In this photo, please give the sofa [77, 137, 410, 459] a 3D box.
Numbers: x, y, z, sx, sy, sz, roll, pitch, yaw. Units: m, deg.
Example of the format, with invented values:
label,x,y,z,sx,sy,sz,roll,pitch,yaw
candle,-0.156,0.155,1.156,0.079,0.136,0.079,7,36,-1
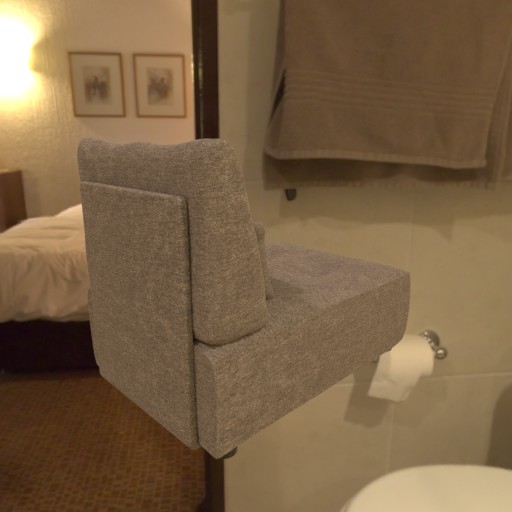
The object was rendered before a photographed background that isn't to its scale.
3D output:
label,x,y,z,sx,sy,sz,roll,pitch,yaw
sofa,0.000,0.000,1.582,1.000,0.820,0.700,-14,21,-42
